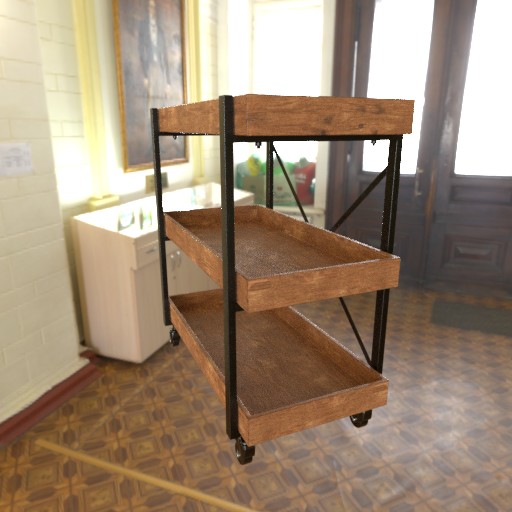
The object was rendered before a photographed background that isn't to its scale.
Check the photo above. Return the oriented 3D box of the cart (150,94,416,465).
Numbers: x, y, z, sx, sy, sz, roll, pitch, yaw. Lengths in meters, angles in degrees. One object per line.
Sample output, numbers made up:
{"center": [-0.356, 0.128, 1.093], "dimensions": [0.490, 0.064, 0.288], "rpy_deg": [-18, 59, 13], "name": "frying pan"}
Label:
{"center": [0.000, 0.000, 1.240], "dimensions": [0.411, 0.800, 0.750], "rpy_deg": [-7, 18, -23], "name": "cart"}
